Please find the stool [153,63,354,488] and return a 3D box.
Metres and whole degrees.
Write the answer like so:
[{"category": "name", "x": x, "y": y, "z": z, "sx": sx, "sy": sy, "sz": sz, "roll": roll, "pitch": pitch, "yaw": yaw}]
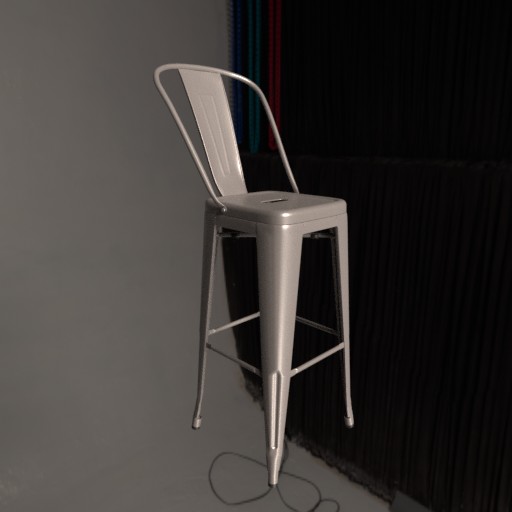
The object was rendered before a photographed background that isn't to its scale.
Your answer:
[{"category": "stool", "x": 0.000, "y": 0.000, "z": 1.311, "sx": 0.399, "sy": 1.096, "sz": 0.513, "roll": -15, "pitch": 21, "yaw": -42}]
